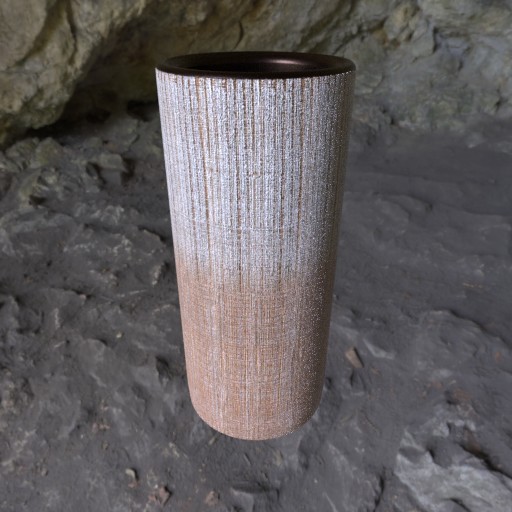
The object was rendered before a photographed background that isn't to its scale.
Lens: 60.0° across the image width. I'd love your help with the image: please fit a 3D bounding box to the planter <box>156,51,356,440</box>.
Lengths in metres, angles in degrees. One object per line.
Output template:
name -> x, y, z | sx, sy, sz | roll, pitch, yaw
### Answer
planter -> 0.000, 0.000, 0.279 | 0.100, 0.227, 0.100 | 8, 31, 14
